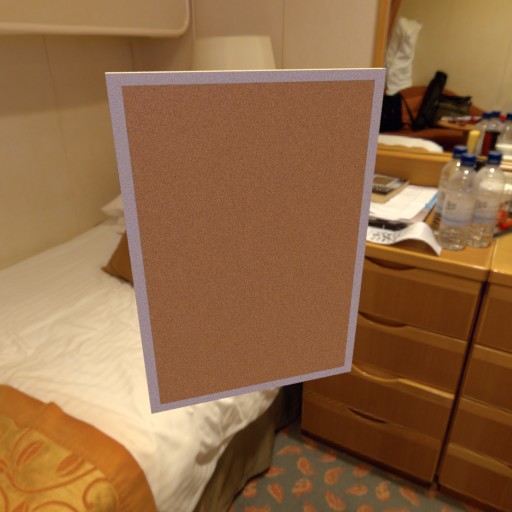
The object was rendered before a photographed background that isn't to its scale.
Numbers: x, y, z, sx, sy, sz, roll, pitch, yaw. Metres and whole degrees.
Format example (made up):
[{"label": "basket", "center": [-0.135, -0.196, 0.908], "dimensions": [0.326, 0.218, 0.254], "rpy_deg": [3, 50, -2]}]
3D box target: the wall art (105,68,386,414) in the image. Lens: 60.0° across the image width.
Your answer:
[{"label": "wall art", "center": [0.000, 0.000, 0.559], "dimensions": [0.303, 0.433, 0.013], "rpy_deg": [-7, 27, -15]}]
